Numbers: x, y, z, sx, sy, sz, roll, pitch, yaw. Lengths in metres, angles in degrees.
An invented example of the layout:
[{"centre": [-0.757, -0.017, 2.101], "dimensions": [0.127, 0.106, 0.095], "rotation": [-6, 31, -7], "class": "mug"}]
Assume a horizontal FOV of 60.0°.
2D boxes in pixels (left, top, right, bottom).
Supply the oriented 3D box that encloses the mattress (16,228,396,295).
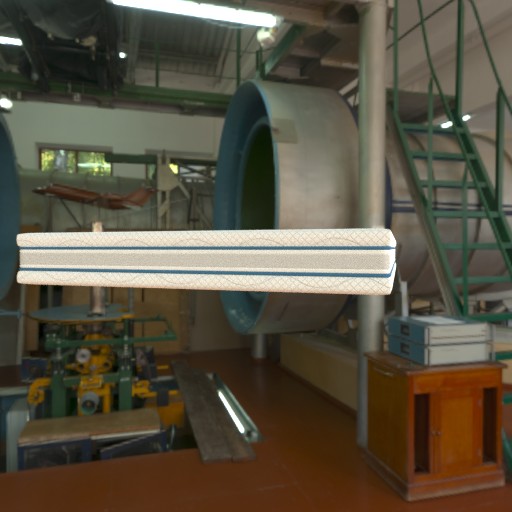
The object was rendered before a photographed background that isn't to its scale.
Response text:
[{"centre": [0.000, 0.000, 2.676], "dimensions": [1.600, 0.230, 2.000], "rotation": [0, 1, 18], "class": "mattress"}]
